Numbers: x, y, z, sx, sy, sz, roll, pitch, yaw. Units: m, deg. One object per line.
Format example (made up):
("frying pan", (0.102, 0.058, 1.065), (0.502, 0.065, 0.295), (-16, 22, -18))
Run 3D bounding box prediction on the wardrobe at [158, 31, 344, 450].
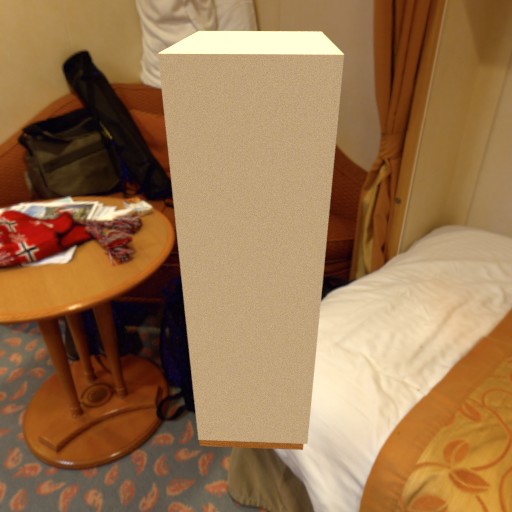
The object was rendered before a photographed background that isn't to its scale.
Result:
("wardrobe", (0.000, 0.000, 2.322), (0.600, 2.040, 0.860), (1, 31, 2))
